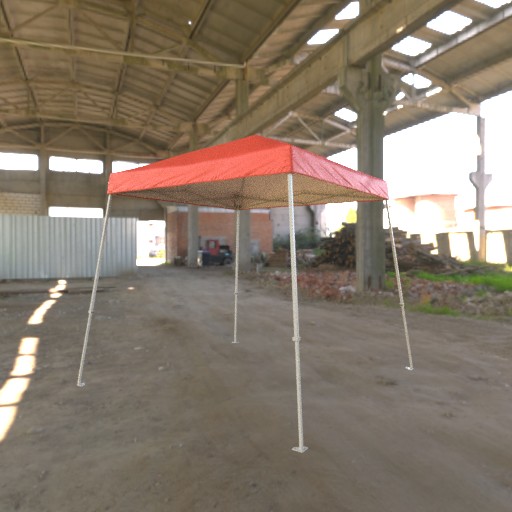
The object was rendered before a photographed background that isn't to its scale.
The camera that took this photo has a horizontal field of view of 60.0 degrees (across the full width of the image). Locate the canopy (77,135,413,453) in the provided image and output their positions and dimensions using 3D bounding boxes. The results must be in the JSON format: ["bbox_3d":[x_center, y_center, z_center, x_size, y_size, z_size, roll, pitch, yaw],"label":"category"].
[{"bbox_3d":[0.000,0.000,5.230,2.849,2.850,2.850,0,1,35],"label":"canopy"}]
